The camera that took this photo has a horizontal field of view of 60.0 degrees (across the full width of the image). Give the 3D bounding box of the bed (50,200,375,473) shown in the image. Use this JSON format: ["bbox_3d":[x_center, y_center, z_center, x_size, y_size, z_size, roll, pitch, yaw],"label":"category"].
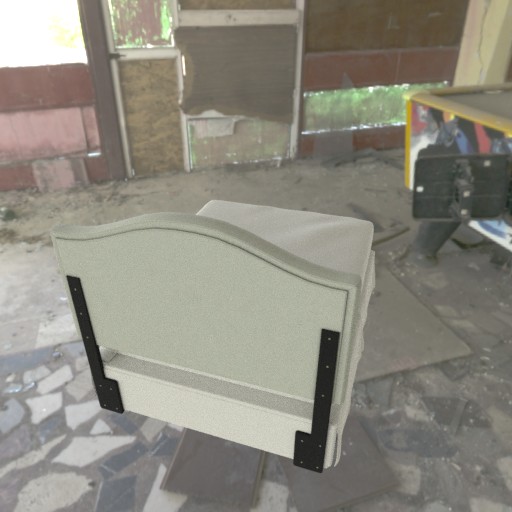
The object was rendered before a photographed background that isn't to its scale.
[{"bbox_3d":[0.000,0.000,3.432,1.813,1.607,2.180,10,32,16],"label":"bed"}]
